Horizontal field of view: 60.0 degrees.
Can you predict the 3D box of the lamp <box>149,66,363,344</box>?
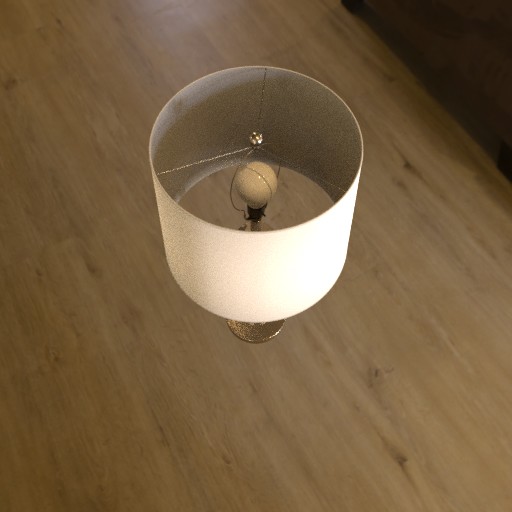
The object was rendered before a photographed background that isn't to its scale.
[{"bbox_3d":[0.000,0.000,0.886,0.333,0.696,0.333,0,63,0],"label":"lamp"}]
